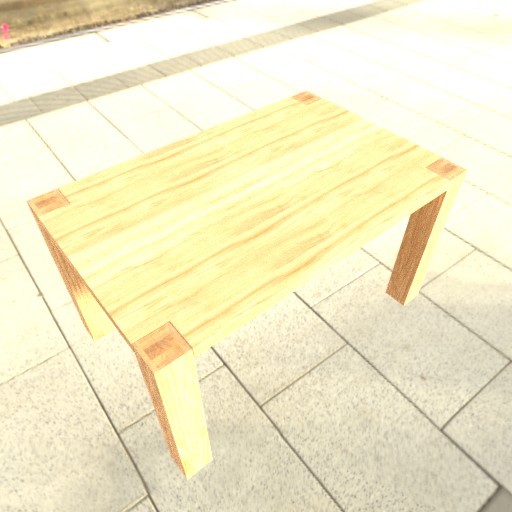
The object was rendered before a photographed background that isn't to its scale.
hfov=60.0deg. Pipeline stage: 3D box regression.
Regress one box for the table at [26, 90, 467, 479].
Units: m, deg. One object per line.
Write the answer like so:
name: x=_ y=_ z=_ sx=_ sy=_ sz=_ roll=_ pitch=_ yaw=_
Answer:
table: x=0.000 y=0.000 z=1.927 sx=1.400 sy=0.760 sz=0.900 roll=-30 pitch=53 yaw=-27
